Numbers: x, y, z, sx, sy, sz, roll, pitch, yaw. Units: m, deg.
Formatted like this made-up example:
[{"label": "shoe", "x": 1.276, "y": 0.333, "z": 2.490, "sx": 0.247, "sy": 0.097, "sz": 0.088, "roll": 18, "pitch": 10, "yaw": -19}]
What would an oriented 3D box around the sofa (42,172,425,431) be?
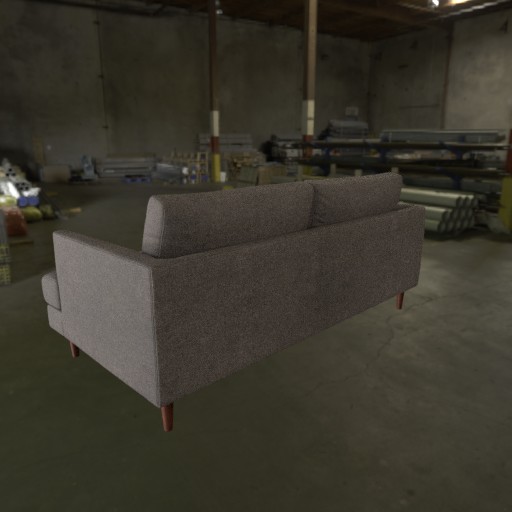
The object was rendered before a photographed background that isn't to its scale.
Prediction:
[{"label": "sofa", "x": 0.000, "y": 0.000, "z": 2.451, "sx": 1.948, "sy": 0.868, "sz": 1.020, "roll": -14, "pitch": 20, "yaw": -43}]
